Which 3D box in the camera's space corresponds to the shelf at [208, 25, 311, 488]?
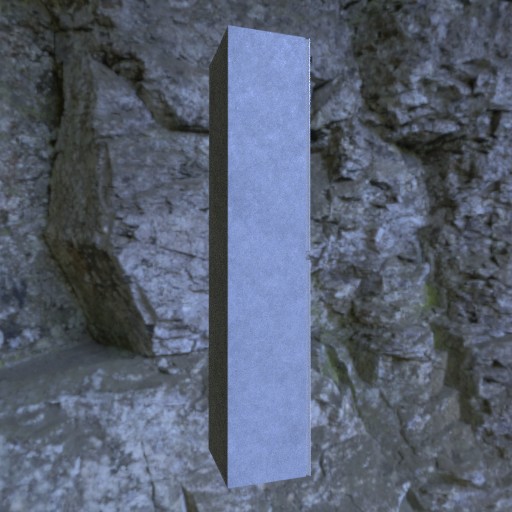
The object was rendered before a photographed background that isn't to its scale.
[{"bbox_3d":[0.000,0.000,1.523,0.270,1.400,0.300,0,-1,-17],"label":"shelf"}]
